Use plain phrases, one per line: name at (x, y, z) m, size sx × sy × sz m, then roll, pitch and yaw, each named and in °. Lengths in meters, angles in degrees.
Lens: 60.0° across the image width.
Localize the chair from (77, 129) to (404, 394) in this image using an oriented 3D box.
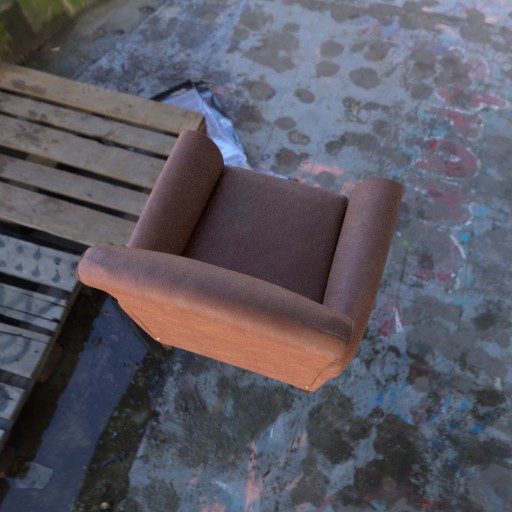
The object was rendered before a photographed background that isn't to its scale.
chair at (0.000, 0.000, 1.732) m, size 0.978 × 1.061 × 0.902 m, roll 16°, pitch 63°, yaw 8°
